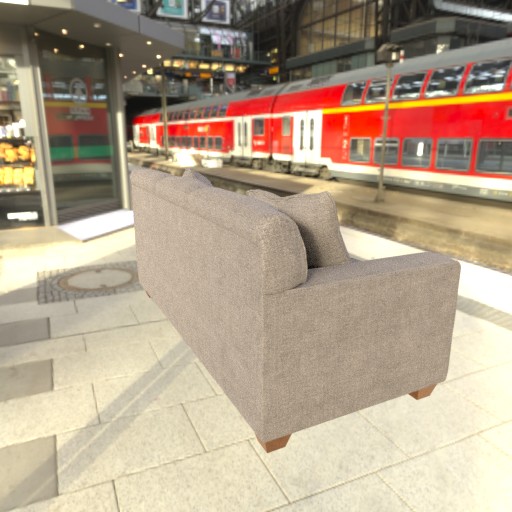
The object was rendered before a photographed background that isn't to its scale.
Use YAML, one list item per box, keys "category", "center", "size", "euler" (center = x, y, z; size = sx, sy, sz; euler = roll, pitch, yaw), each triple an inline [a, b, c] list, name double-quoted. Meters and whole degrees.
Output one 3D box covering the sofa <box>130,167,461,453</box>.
- category: "sofa"
  center: [0.000, 0.000, 2.554]
  size: [0.997, 0.958, 2.024]
  euler: [-8, 17, -26]
